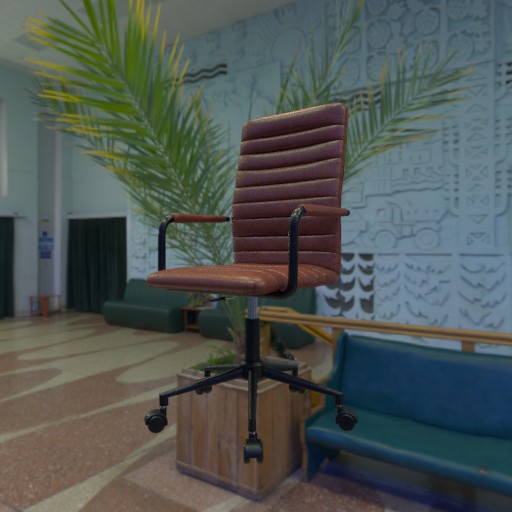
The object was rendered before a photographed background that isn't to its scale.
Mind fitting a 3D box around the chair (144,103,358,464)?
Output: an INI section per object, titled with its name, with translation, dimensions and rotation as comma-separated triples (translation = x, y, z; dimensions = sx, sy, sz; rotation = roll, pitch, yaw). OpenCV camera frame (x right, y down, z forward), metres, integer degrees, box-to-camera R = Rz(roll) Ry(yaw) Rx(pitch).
[chair]
translation = 0.000, 0.000, 1.356
dimensions = 0.608, 0.979, 0.580
rotation = 0, 1, 35
